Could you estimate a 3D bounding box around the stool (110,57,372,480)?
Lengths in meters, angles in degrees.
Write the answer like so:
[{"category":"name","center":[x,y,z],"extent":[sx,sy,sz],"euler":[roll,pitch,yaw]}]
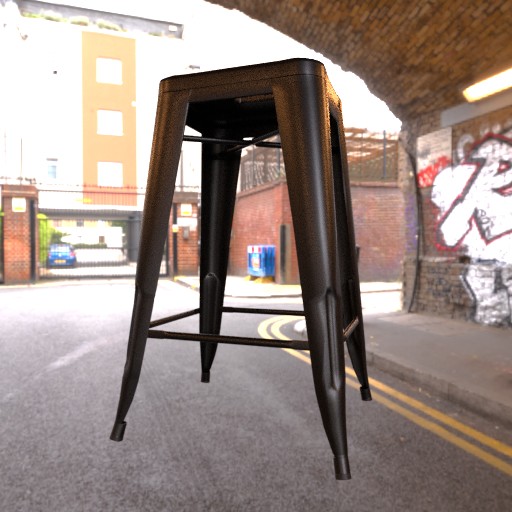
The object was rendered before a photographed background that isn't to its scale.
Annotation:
[{"category":"stool","center":[0.000,0.000,0.828],"extent":[0.399,0.609,0.359],"euler":[0,1,19]}]
